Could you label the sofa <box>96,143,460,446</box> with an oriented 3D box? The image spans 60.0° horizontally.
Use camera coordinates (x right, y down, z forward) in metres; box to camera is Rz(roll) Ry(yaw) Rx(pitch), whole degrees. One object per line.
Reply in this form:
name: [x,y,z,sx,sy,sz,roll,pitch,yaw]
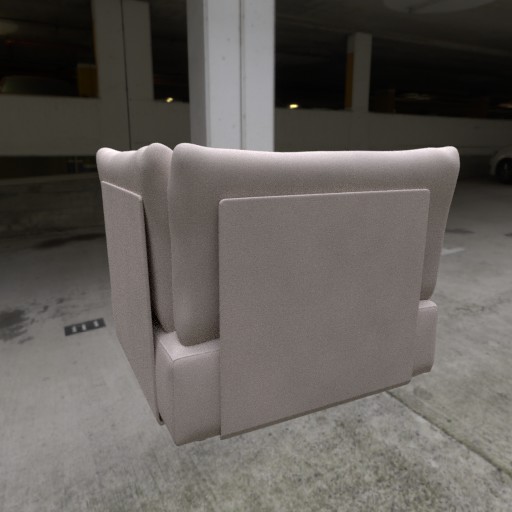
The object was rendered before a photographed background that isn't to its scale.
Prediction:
sofa: [0.000,0.000,1.704,1.000,0.820,1.000,-6,15,-26]
